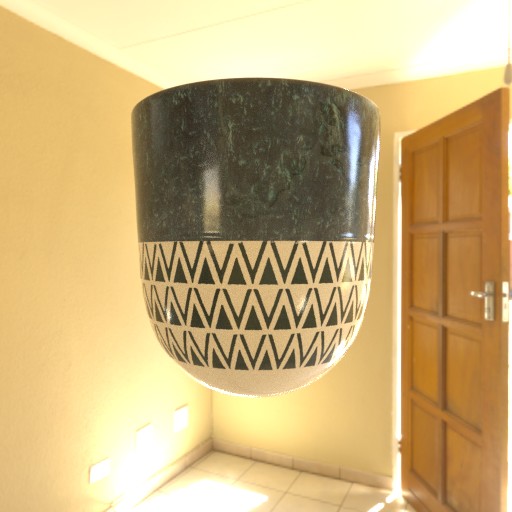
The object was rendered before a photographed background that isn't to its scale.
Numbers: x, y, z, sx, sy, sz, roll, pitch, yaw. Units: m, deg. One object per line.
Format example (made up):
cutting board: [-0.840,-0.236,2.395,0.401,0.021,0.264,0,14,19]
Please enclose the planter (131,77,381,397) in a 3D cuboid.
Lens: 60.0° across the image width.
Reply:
planter: [0.000,0.000,0.360,0.195,0.214,0.195,0,1,0]
